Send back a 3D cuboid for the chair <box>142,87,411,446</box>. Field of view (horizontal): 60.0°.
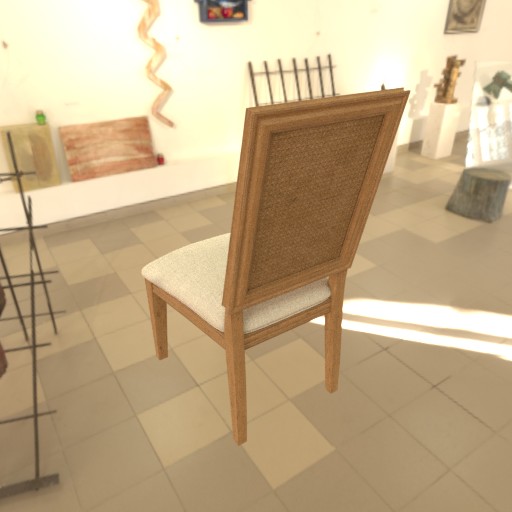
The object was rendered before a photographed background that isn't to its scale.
[{"bbox_3d":[0.000,0.000,1.325,0.536,0.988,0.601,-18,34,-29],"label":"chair"}]
